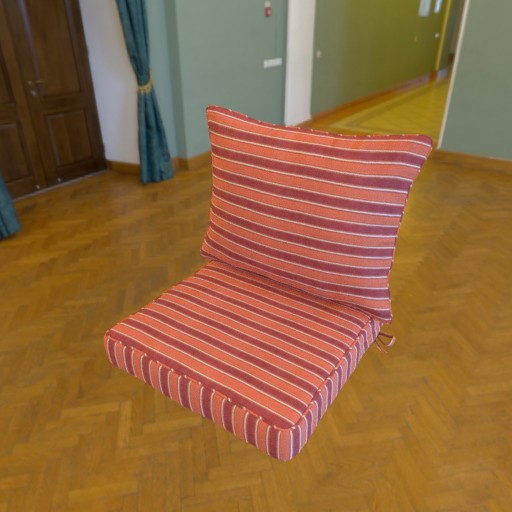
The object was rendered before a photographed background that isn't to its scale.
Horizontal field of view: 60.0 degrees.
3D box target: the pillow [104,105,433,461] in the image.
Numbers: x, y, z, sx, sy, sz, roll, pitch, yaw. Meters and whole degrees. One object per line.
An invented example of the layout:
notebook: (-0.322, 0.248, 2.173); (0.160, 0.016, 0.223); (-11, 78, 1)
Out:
pillow: (0.000, 0.000, 1.357); (0.799, 0.723, 0.733); (18, 34, 29)
